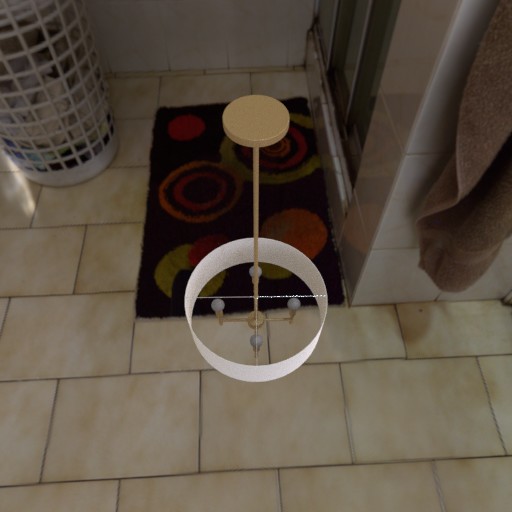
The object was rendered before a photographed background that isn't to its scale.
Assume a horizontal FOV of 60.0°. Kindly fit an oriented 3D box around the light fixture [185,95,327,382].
[{"bbox_3d":[0.000,0.000,1.350,0.508,1.067,0.508,0,58,0],"label":"light fixture"}]
